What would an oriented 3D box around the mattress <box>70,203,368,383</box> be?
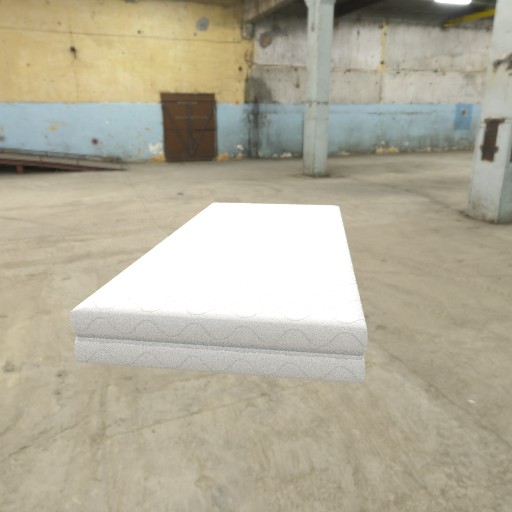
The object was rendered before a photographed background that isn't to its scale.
[{"bbox_3d":[0.000,0.000,2.222,0.900,0.200,1.900,2,17,8],"label":"mattress"}]
